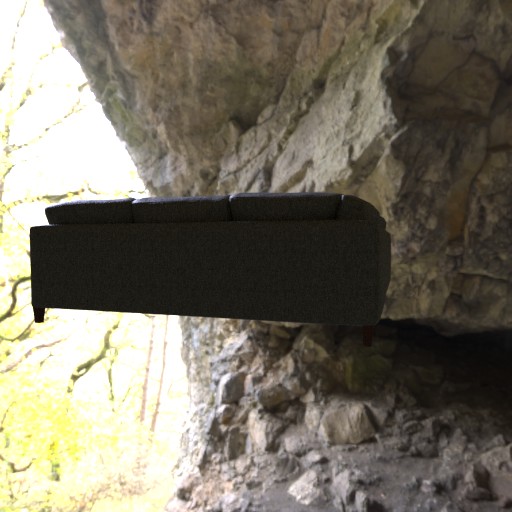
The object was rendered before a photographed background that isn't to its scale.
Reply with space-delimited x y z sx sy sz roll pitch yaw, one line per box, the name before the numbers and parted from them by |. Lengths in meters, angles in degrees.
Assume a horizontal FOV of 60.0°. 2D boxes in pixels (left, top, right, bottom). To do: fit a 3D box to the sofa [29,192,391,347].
sofa | 0.000 0.000 4.491 2.593 0.947 3.302 1 2 18
